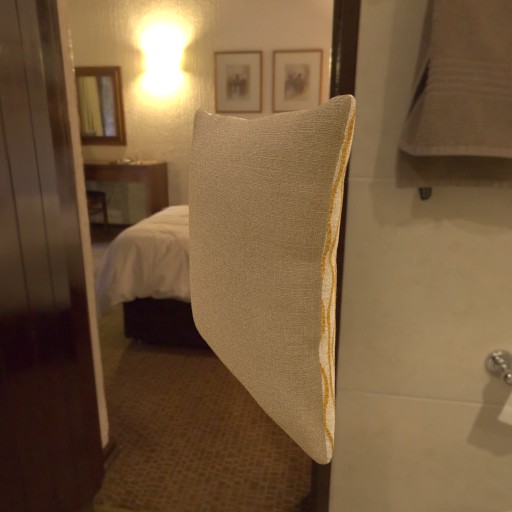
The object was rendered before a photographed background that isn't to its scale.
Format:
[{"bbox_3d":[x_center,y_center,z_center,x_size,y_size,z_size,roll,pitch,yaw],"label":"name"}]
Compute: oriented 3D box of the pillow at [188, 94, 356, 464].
[{"bbox_3d":[0.000,0.000,0.667,0.159,0.436,0.429,-8,18,-27],"label":"pillow"}]
